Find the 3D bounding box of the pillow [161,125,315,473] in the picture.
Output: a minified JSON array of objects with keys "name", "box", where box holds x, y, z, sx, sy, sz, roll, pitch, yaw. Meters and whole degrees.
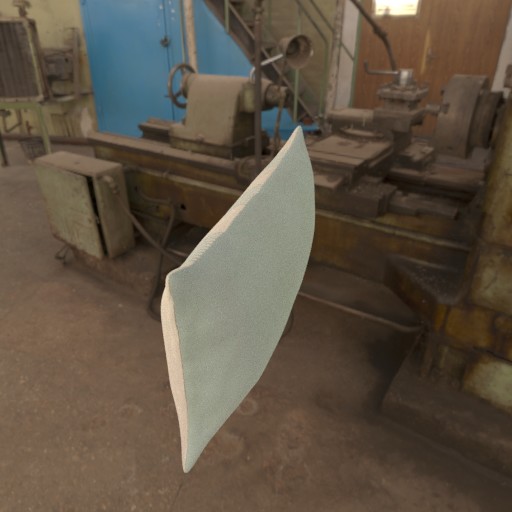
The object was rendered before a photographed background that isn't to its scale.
[{"name":"pillow","box":[0.000,0.000,0.725,0.151,0.287,0.610,8,30,14]}]
